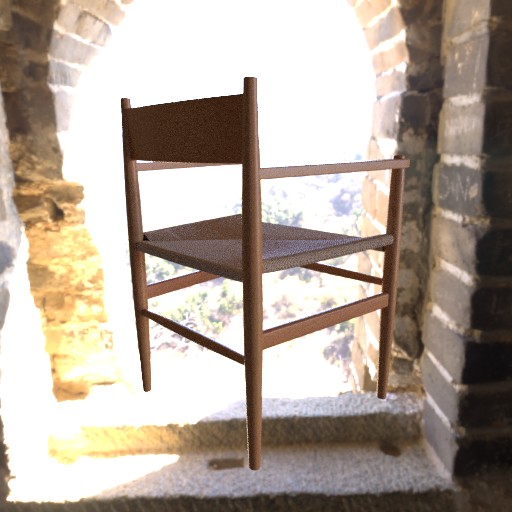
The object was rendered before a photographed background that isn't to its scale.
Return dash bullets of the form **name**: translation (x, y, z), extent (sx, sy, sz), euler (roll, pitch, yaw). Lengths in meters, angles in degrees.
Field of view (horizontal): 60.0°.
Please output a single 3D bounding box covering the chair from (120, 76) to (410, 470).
- **chair**: translation (0.000, 0.000, 1.127), extent (0.495, 0.762, 0.556), euler (-13, 18, -43)
